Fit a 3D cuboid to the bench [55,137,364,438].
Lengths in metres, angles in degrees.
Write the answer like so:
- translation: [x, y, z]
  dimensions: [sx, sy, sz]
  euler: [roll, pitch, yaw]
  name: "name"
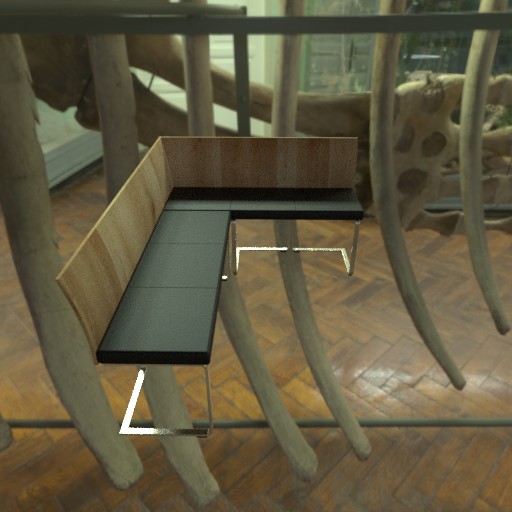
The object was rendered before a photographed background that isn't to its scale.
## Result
- translation: [0.000, 0.000, 2.741]
  dimensions: [1.495, 0.930, 1.945]
  euler: [0, 31, 1]
  name: "bench"
